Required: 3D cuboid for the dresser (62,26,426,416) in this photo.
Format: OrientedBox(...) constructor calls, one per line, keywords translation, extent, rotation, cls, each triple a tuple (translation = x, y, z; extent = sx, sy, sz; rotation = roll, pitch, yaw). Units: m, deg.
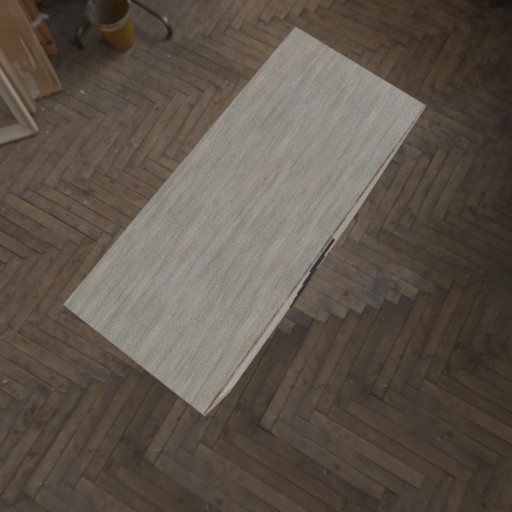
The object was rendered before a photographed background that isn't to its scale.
OrientedBox(translation=(0.000, 0.000, 1.760), extent=(0.457, 1.219, 1.016), rotation=(35, 79, 8), cls="dresser")
